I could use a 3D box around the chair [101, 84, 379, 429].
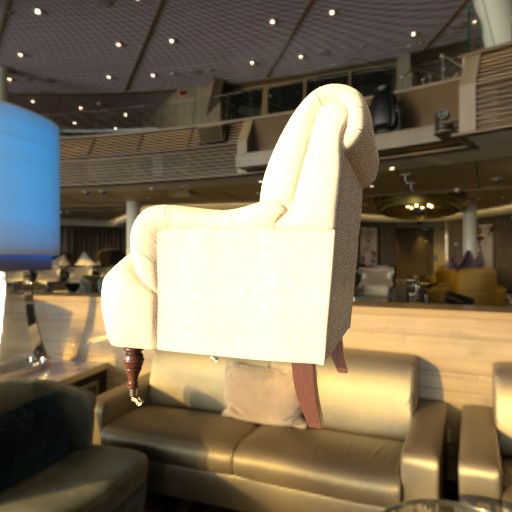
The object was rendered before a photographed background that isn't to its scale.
[{"bbox_3d":[0.000,0.000,1.605,0.842,0.944,0.766,0,0,18],"label":"chair"}]
